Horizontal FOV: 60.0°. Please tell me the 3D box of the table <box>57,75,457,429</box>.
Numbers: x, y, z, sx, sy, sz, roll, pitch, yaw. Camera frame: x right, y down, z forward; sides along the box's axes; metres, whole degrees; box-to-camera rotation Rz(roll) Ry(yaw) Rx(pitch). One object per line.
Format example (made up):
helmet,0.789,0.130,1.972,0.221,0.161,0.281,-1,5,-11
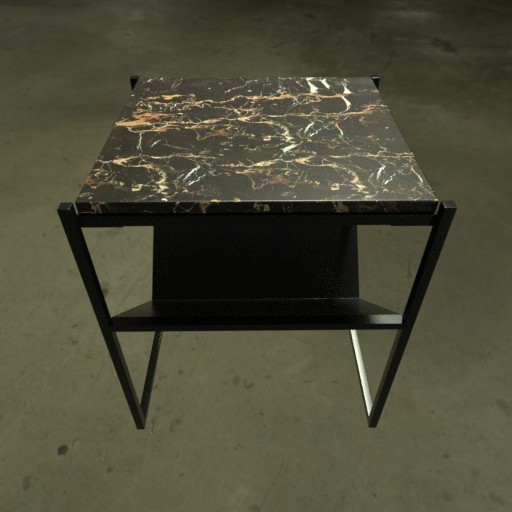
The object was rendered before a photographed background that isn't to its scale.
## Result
table,0.000,0.000,0.855,0.469,0.534,0.432,0,42,0
